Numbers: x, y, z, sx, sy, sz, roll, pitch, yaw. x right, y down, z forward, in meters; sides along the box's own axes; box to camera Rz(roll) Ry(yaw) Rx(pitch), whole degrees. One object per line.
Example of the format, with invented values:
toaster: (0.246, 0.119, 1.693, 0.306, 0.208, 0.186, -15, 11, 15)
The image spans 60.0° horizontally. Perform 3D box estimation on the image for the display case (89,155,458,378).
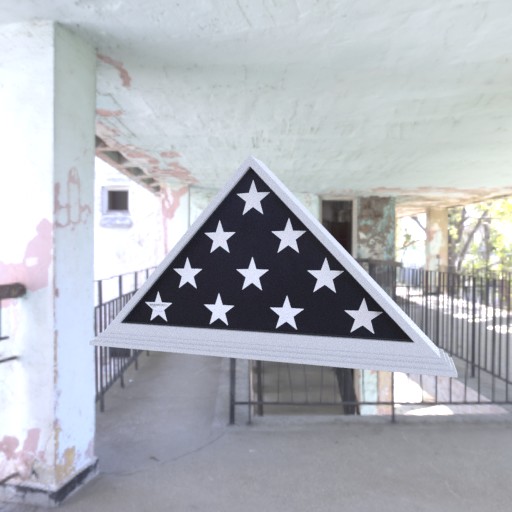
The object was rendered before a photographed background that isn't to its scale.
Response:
display case: (0.000, 0.000, 0.777, 0.640, 0.340, 0.095, 0, 1, 20)
